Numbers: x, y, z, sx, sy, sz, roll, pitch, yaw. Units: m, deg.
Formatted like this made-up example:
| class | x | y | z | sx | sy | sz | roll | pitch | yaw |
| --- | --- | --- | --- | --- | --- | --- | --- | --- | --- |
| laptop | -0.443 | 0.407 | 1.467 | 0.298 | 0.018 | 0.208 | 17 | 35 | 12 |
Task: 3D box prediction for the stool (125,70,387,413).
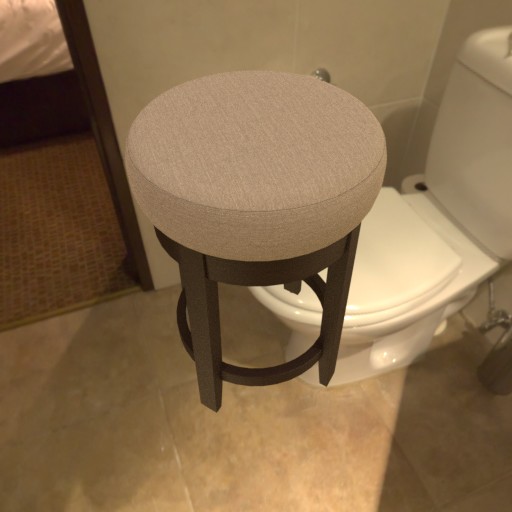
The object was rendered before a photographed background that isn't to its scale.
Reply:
| class | x | y | z | sx | sy | sz | roll | pitch | yaw |
| --- | --- | --- | --- | --- | --- | --- | --- | --- | --- |
| stool | 0.000 | 0.000 | 0.961 | 0.443 | 0.672 | 0.443 | 0 | 46 | 0 |
